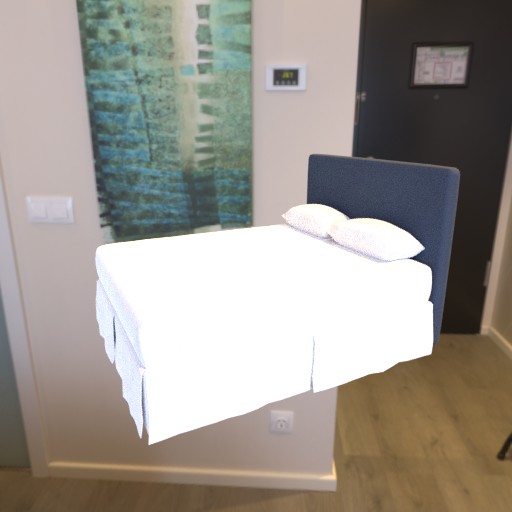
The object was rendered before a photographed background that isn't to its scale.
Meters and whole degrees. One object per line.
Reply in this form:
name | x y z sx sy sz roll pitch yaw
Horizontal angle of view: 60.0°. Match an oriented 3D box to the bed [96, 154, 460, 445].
bed | 0.000 0.000 3.241 2.162 1.330 1.713 -8 18 -26
